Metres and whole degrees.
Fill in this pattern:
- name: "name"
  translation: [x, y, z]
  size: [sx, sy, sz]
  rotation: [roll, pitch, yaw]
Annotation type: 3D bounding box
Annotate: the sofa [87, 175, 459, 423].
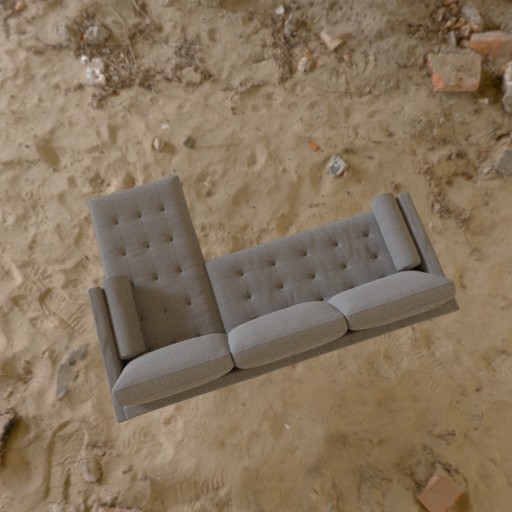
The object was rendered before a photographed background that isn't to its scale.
- name: "sofa"
  translation: [0.000, 0.000, 2.984]
  size: [2.178, 0.875, 1.506]
  rotation: [-17, 76, -4]
